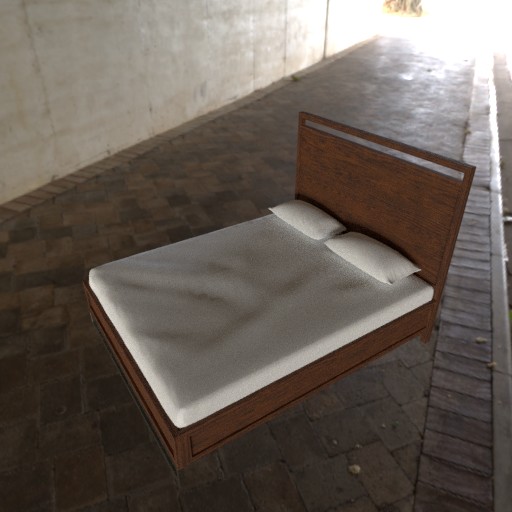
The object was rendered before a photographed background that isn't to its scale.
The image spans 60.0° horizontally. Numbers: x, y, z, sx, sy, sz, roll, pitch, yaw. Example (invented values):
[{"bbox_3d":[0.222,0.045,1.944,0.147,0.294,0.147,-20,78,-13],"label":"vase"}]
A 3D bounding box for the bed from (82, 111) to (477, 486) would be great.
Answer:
[{"bbox_3d":[0.000,0.000,3.324,2.218,1.487,1.765,-19,36,-28],"label":"bed"}]
